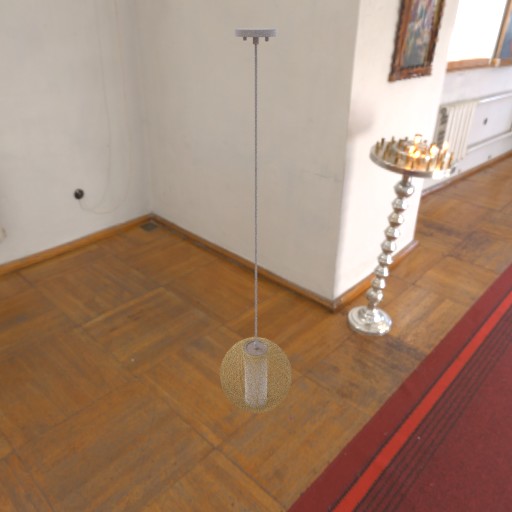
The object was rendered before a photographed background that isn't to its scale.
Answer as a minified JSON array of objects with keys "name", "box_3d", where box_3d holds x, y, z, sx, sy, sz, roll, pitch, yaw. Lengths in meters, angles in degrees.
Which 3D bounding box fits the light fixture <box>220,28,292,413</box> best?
[{"name":"light fixture","box_3d":[0.000,0.000,2.142,0.407,1.955,0.406,-1,29,-1]}]
